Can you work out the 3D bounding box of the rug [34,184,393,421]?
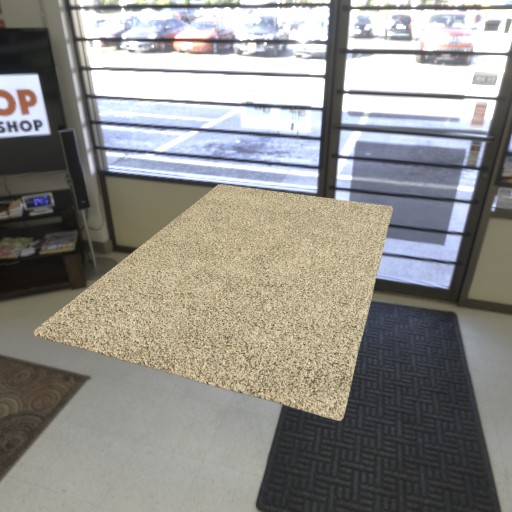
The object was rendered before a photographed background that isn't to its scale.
[{"bbox_3d":[0.000,0.000,2.282,1.219,0.030,1.778,10,31,17],"label":"rug"}]
